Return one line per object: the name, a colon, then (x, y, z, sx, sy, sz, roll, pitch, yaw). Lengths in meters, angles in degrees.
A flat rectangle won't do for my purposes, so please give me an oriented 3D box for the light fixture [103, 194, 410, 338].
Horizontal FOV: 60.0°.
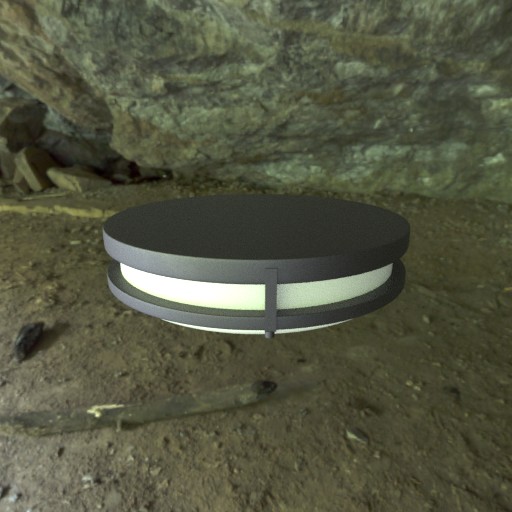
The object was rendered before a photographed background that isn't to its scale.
light fixture: (0.000, 0.000, 0.552, 0.356, 0.102, 0.356, 0, 17, 0)
